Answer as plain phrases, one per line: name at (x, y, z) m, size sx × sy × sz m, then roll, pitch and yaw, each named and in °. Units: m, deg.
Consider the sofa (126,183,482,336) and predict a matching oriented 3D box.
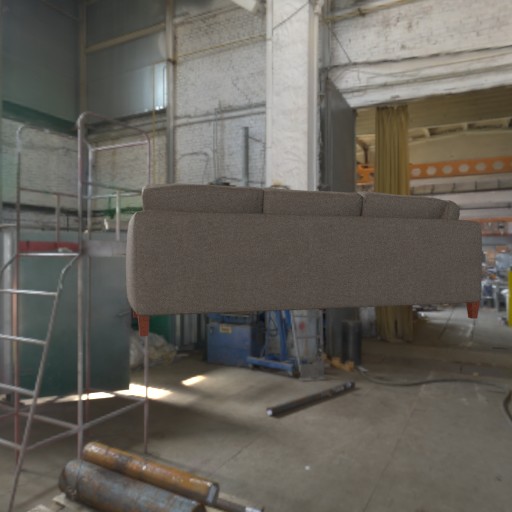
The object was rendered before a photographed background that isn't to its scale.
sofa at (0.000, 0.000, 4.510) m, size 2.593 × 0.947 × 3.302 m, roll 0°, pitch 0°, yaw -18°
